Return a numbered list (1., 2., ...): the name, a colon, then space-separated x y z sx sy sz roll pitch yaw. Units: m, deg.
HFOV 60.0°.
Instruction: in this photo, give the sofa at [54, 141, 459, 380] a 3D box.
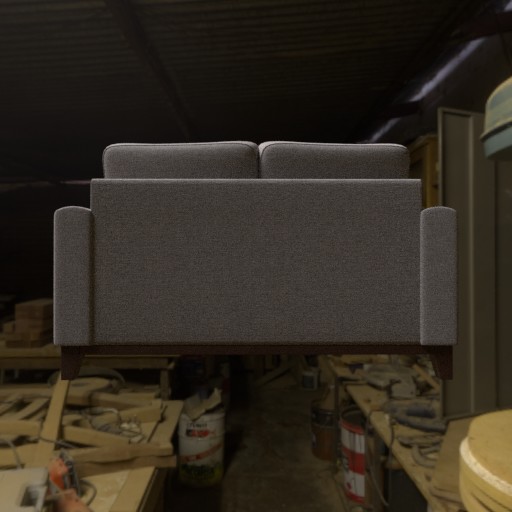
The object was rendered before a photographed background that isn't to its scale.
1. sofa: 0.000 0.000 2.001 1.420 0.873 0.917 0 0 0
